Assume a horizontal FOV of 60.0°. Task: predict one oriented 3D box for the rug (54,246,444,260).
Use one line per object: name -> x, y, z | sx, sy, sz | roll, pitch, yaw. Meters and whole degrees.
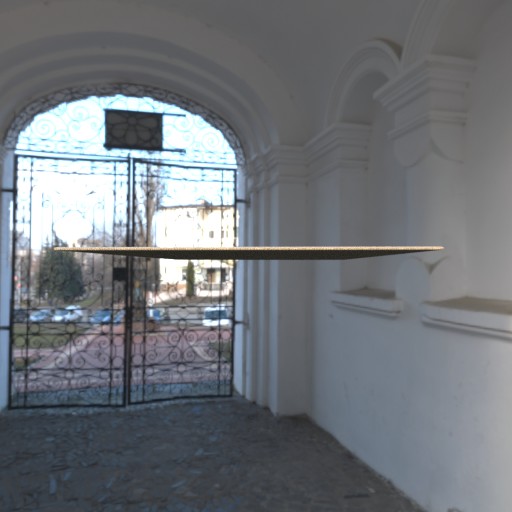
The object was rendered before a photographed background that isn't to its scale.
rug -> 0.000, 0.000, 2.287 | 1.219, 0.010, 1.829 | 0, -1, 2
